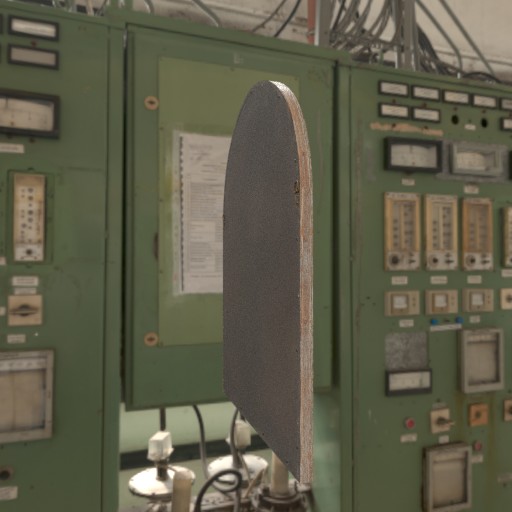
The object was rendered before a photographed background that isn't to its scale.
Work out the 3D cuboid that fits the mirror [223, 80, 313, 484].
[{"bbox_3d":[0.000,0.000,1.211,0.032,0.920,0.660,0,-1,-18],"label":"mirror"}]
